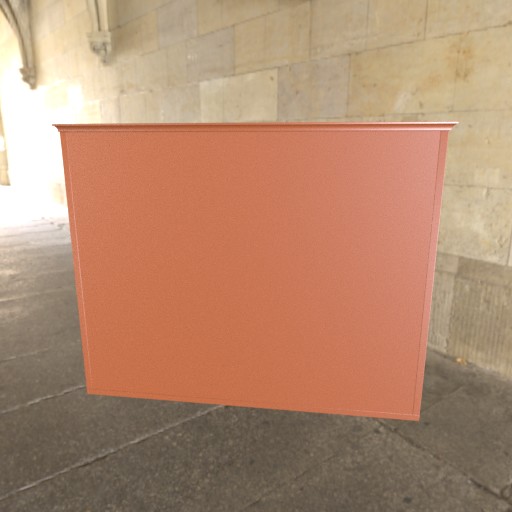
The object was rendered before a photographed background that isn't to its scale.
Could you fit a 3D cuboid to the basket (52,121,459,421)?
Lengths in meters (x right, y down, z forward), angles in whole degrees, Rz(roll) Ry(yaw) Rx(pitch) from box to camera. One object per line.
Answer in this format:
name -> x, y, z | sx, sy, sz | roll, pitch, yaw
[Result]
basket -> 0.000, 0.000, 1.111 | 0.792, 0.625, 0.376 | 2, 14, 8
